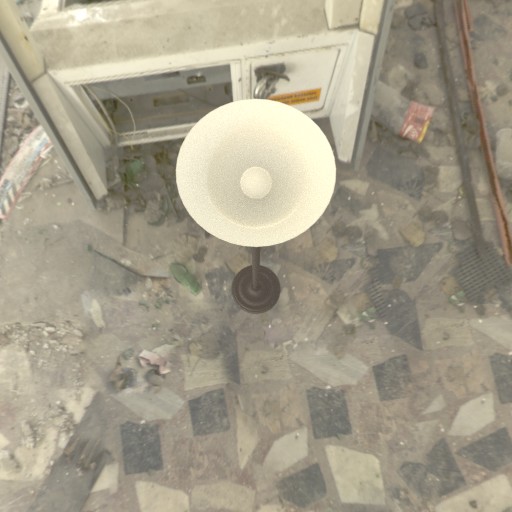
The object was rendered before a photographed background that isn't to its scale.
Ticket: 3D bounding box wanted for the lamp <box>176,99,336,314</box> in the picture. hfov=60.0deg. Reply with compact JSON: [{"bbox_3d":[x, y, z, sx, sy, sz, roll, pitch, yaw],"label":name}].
[{"bbox_3d":[0.000,0.000,1.993,0.405,1.797,0.405,17,76,4],"label":"lamp"}]
